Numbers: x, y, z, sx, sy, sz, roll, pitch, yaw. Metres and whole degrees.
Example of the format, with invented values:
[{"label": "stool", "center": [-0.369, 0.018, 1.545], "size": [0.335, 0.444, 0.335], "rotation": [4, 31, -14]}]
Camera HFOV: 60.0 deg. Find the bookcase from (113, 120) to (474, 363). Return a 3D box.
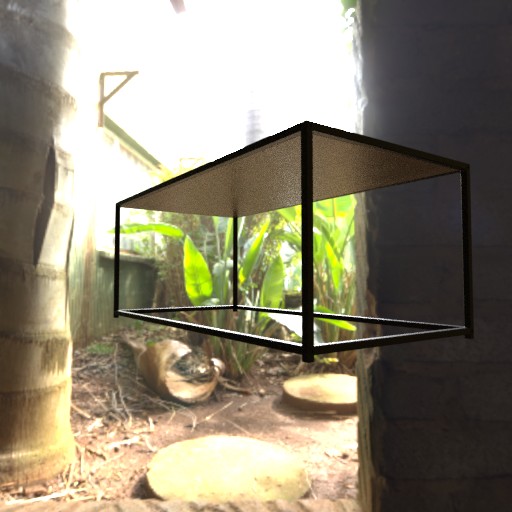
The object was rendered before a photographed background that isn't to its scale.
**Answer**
[{"label": "bookcase", "center": [0.000, 0.000, 1.273], "size": [0.500, 0.400, 1.000], "rotation": [2, -3, -35]}]
